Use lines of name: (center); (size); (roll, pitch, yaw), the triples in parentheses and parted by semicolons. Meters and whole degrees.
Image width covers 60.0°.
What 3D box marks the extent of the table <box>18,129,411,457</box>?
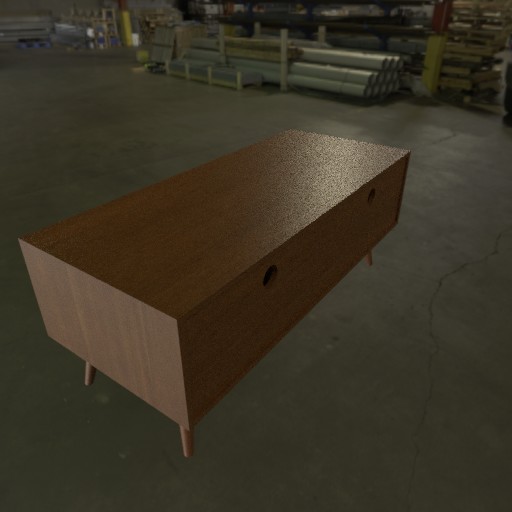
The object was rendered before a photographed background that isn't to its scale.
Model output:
table: (0.000, 0.000, 1.355); (0.490, 0.464, 1.119); (20, 36, 30)
